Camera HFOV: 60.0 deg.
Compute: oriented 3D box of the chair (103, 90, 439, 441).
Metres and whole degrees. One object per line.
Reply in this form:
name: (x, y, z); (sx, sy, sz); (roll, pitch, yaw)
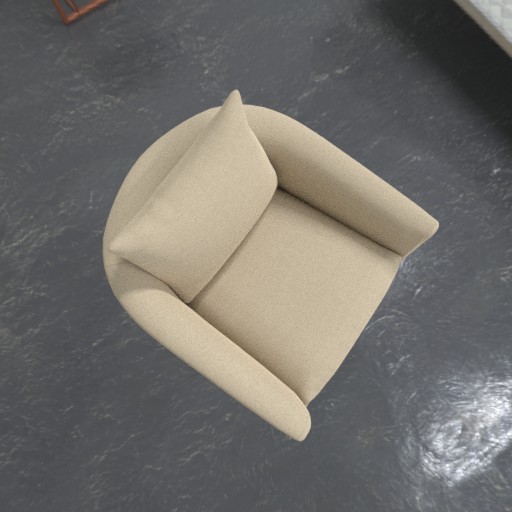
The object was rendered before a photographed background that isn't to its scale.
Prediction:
chair: (0.000, 0.000, 1.571); (0.910, 0.848, 0.845); (34, 78, 8)
